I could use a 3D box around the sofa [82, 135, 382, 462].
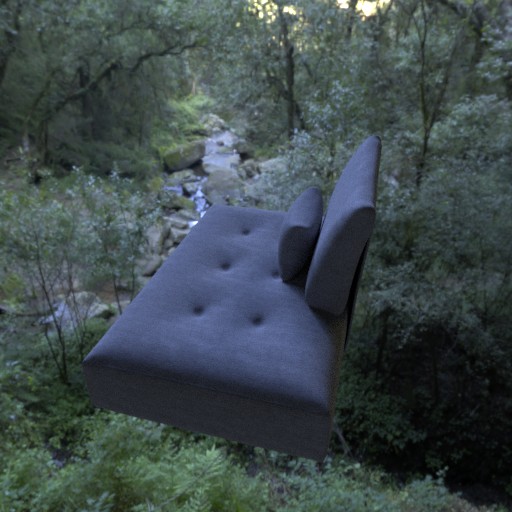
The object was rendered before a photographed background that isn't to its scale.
[{"bbox_3d":[0.000,0.000,2.060,1.002,0.820,1.450,8,33,13],"label":"sofa"}]
